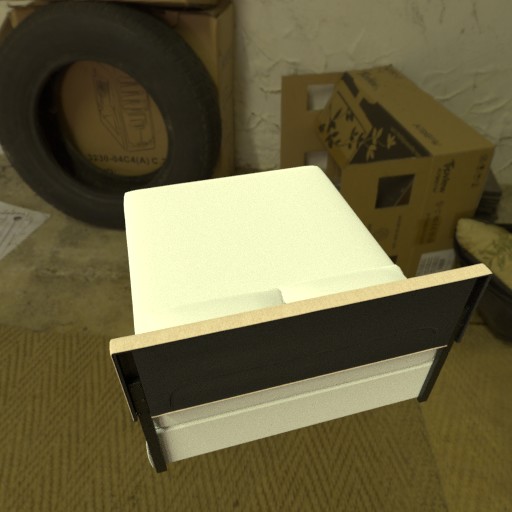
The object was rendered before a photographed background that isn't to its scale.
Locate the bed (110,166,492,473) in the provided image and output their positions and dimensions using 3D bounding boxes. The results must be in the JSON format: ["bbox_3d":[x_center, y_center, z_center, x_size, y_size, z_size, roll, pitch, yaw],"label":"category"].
[{"bbox_3d":[0.000,0.000,2.728,1.616,1.016,1.876,-10,42,-12],"label":"bed"}]
